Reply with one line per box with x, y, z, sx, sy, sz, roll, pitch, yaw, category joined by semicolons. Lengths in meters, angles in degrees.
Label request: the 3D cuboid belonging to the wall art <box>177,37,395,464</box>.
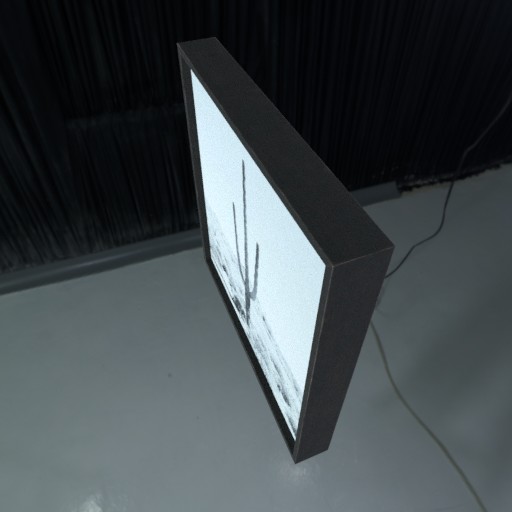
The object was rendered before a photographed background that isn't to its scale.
0.000;0.000;0.441;0.038;0.305;0.305;-17;49;-15;wall art
